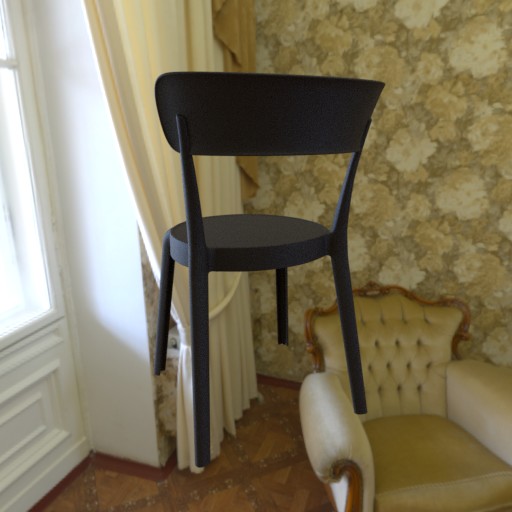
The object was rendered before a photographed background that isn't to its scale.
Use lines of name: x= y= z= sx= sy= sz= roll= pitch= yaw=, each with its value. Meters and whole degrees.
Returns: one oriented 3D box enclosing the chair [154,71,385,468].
chair: x=0.000 y=0.000 z=1.093 sx=0.506 sy=0.790 sz=0.491 roll=-7 pitch=18 yaw=-24
